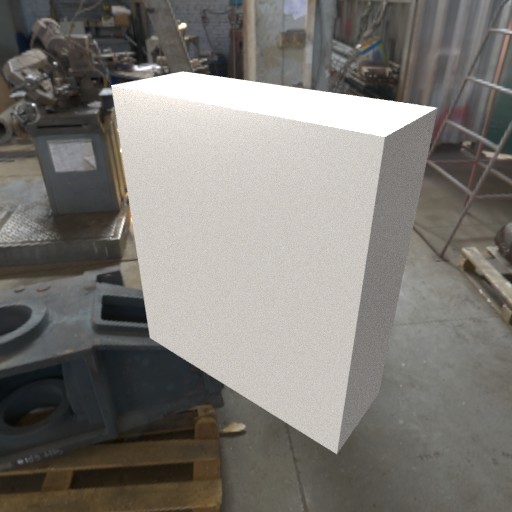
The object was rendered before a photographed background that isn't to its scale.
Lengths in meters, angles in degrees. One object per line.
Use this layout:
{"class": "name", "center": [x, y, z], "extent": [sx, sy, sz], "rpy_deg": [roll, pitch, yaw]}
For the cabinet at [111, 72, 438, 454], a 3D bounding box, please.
{"class": "cabinet", "center": [0.000, 0.000, 1.653], "extent": [0.990, 1.150, 0.348], "rpy_deg": [22, 37, 32]}
